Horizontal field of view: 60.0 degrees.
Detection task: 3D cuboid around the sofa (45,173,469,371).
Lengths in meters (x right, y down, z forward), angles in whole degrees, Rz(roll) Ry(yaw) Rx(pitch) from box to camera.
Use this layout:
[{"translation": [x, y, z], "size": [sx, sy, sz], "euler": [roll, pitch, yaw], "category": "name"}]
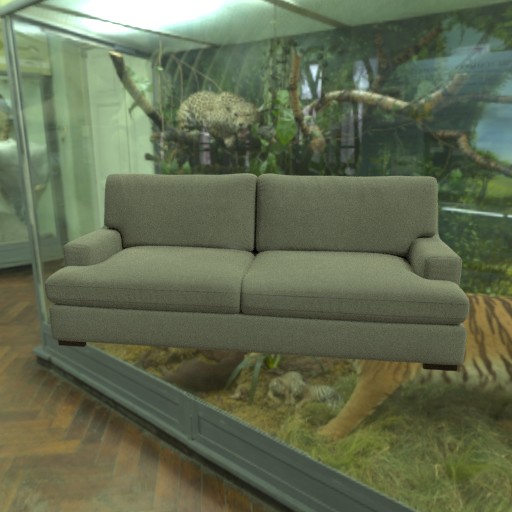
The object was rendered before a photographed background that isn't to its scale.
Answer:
[{"translation": [0.000, 0.000, 2.790], "size": [2.354, 0.980, 0.962], "euler": [2, 14, 8], "category": "sofa"}]
